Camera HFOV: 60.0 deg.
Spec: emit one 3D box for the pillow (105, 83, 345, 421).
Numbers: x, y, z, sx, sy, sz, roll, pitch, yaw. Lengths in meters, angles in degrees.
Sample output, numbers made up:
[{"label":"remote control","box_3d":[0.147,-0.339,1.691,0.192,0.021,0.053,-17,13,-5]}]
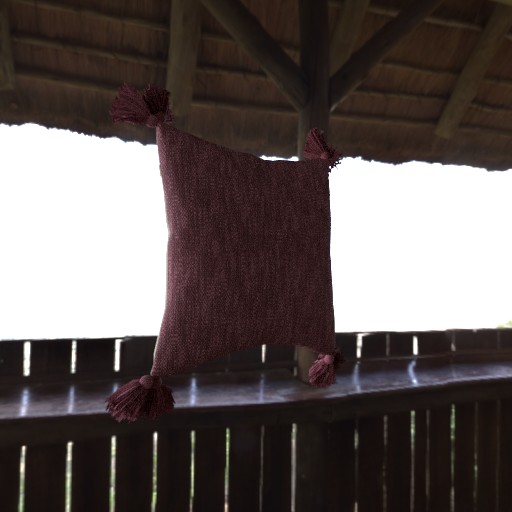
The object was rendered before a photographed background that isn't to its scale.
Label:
[{"label":"pillow","box_3d":[0.000,0.000,0.957,0.641,0.659,0.138,1,-2,-38]}]
